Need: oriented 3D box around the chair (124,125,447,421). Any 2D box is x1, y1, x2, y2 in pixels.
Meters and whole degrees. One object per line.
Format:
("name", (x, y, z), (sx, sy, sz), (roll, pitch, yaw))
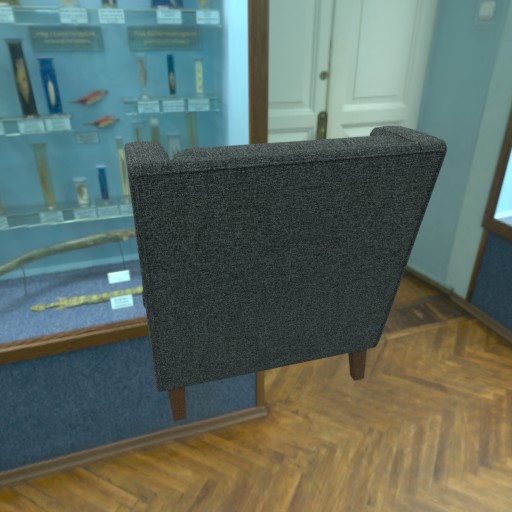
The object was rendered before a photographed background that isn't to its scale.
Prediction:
("chair", (0.000, 0.000, 1.829), (0.942, 1.082, 0.927), (-8, 28, -15))
